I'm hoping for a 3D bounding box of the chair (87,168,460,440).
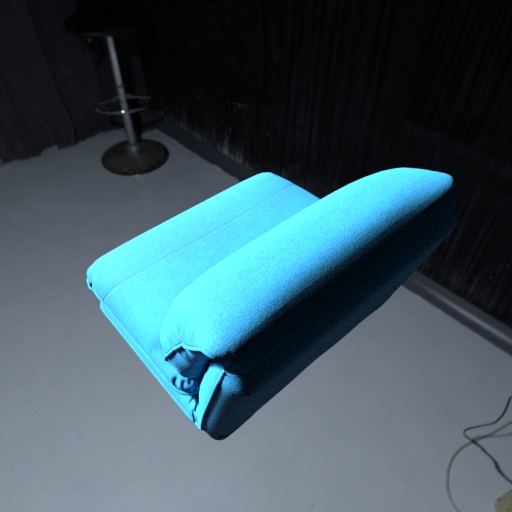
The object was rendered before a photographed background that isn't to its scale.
[{"bbox_3d":[0.000,0.000,1.318,0.820,0.580,0.780,-33,54,-28],"label":"chair"}]
